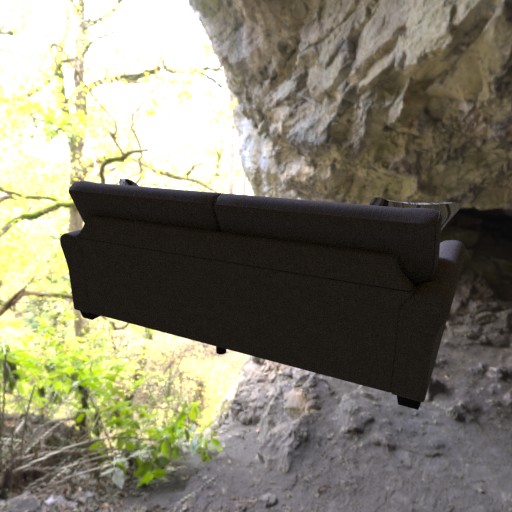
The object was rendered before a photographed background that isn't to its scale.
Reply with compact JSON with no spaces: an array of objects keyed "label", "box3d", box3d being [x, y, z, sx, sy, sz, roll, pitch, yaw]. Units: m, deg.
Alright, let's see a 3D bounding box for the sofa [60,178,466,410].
[{"label":"sofa","box3d":[0.000,0.000,2.425,2.032,0.813,0.889,9,19,27]}]
